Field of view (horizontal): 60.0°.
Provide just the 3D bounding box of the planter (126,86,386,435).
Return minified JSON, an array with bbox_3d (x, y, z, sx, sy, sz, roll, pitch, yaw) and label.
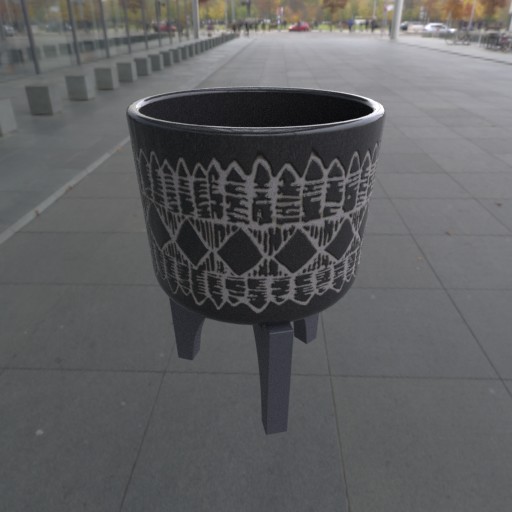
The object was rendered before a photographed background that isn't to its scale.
[{"bbox_3d":[0.000,0.000,0.268,0.129,0.177,0.129,0,28,0],"label":"planter"}]
